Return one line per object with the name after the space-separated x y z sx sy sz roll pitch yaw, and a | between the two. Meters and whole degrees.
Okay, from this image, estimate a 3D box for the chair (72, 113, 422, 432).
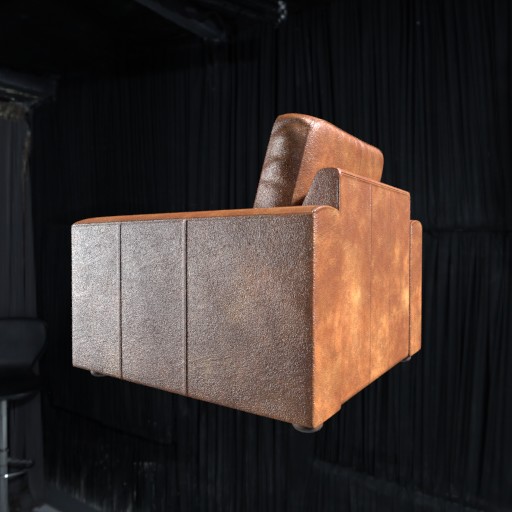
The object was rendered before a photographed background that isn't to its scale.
0.000 0.000 1.738 1.016 0.873 1.005 1 2 34 | chair
